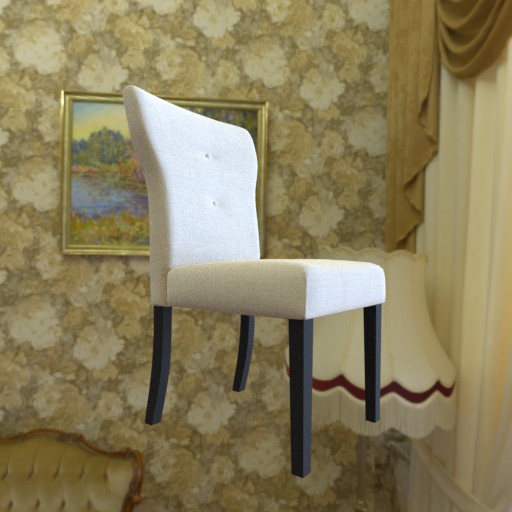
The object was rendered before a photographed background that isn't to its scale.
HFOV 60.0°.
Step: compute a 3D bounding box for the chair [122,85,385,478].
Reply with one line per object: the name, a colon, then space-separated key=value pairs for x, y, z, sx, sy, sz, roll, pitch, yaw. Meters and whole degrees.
chair: x=0.000 y=0.000 z=1.240 sx=0.597 sy=0.921 sz=0.509 roll=0 pitch=0 yaw=37
